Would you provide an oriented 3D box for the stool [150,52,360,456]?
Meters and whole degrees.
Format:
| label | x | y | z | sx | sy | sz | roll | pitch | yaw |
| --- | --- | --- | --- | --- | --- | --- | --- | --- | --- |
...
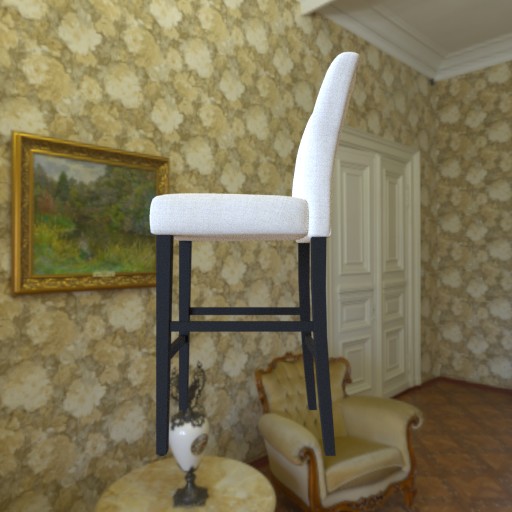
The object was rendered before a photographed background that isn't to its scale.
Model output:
| label | x | y | z | sx | sy | sz | roll | pitch | yaw |
| --- | --- | --- | --- | --- | --- | --- | --- | --- | --- |
| stool | 0.000 | 0.000 | 1.445 | 0.603 | 1.124 | 0.516 | 0 | -1 | 0 |
